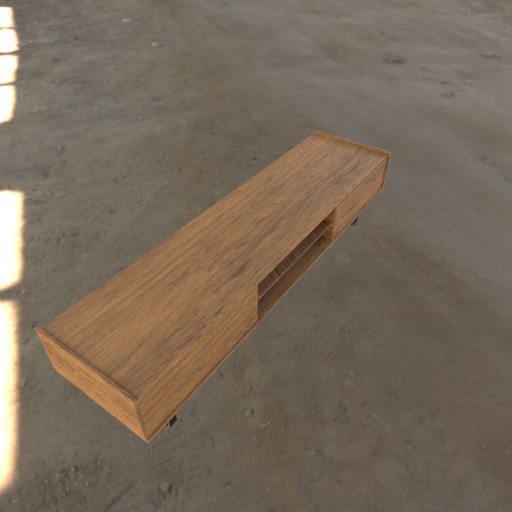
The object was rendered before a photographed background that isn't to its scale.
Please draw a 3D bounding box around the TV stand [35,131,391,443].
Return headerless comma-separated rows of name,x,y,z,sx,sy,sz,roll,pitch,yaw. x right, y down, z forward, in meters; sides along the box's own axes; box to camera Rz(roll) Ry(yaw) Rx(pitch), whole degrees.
TV stand,0.000,0.000,2.007,0.467,0.415,1.796,25,46,26
